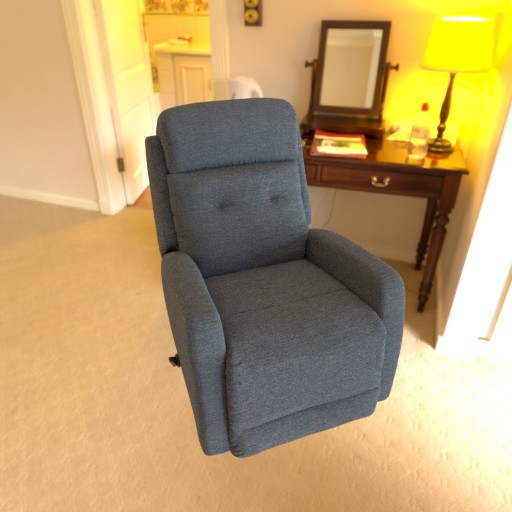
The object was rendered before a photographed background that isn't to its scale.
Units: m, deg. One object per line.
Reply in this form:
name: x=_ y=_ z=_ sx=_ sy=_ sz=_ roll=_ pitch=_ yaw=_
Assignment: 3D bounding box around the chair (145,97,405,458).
chair: x=0.000 y=0.000 z=1.726 sx=0.798 sy=1.013 sz=1.043 roll=-11 pitch=33 yaw=-17
